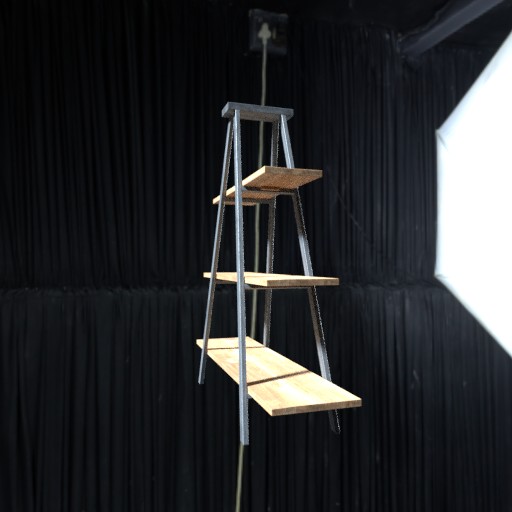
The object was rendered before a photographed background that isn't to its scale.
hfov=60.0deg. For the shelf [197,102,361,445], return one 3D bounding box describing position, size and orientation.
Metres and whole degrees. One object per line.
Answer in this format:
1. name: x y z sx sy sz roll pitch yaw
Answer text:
1. shelf: 0.000 0.000 2.744 0.508 1.808 1.746 0 -1 -18
